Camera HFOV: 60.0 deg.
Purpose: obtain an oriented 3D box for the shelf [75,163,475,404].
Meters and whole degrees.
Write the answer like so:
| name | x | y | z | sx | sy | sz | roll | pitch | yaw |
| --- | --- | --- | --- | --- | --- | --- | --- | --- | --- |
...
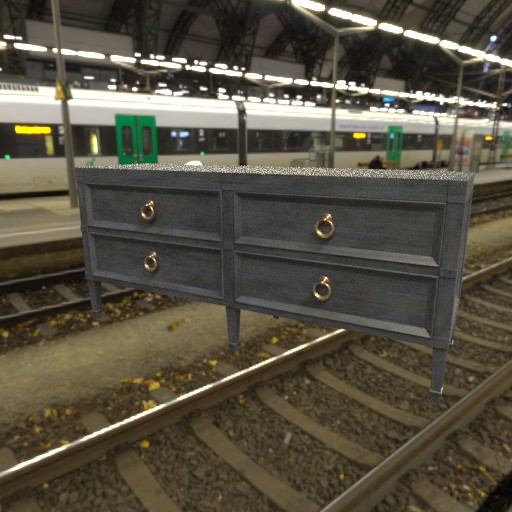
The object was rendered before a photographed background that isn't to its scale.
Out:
| name | x | y | z | sx | sy | sz | roll | pitch | yaw |
| --- | --- | --- | --- | --- | --- | --- | --- | --- | --- |
| shelf | 0.000 | 0.000 | 1.875 | 1.575 | 0.719 | 0.479 | 7 | 16 | 27 |
